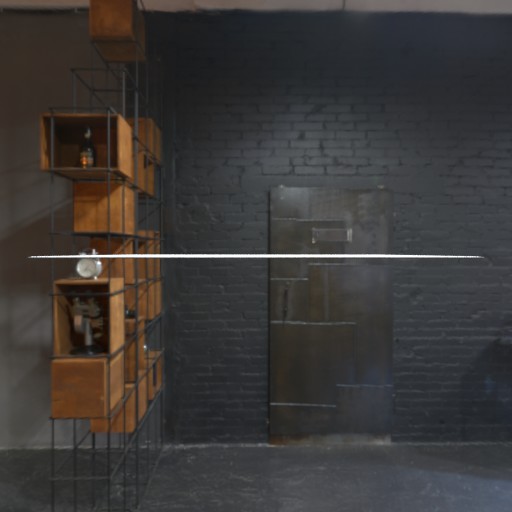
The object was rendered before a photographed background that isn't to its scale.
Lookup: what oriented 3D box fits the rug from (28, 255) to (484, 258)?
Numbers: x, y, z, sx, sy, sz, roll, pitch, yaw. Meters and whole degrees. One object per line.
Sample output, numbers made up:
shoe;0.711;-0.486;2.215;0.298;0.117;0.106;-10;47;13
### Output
rug;0.000;0.000;4.144;3.048;0.012;2.438;0;0;0
